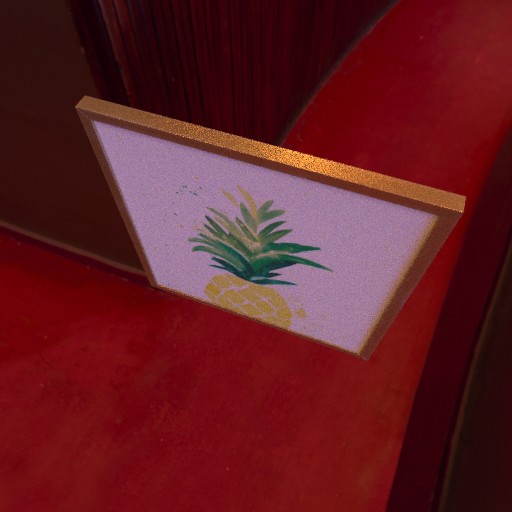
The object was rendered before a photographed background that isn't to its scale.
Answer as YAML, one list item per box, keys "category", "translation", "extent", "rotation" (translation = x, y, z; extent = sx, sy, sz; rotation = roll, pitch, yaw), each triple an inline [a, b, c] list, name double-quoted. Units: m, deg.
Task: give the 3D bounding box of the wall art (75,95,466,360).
- category: "wall art"
  translation: [0.000, 0.000, 1.151]
  extent: [0.762, 0.760, 0.037]
  rotation: [18, 60, 11]
